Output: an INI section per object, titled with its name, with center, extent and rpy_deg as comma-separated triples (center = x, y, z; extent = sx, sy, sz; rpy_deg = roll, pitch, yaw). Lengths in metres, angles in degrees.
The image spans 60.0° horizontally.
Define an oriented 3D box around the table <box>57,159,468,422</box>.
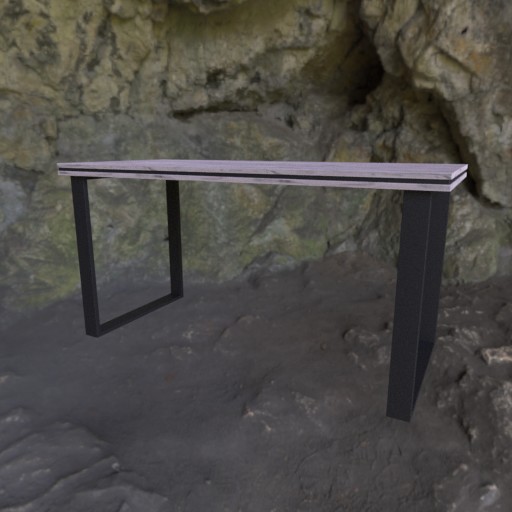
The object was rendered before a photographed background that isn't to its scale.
[table]
center = 0.000, 0.000, 2.206
extent = 1.778, 0.899, 0.795
rpy_deg = 7, 16, 27
